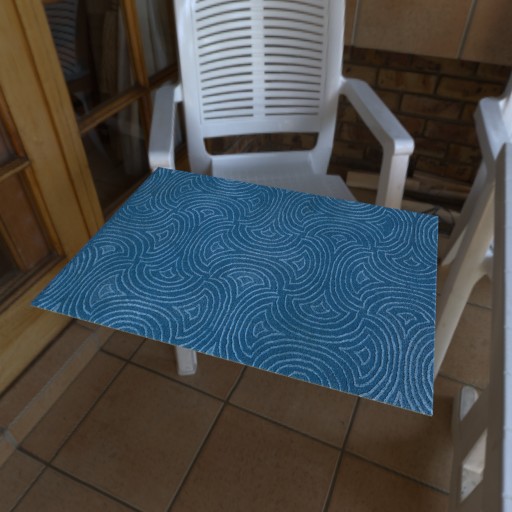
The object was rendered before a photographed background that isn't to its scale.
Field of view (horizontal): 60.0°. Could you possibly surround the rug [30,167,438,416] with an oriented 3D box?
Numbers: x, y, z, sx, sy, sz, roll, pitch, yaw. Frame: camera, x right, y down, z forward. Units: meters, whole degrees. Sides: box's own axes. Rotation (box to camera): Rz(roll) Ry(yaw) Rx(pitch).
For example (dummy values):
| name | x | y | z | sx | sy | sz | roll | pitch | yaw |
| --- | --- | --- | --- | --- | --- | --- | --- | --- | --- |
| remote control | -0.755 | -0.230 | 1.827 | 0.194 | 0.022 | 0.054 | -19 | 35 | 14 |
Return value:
| name | x | y | z | sx | sy | sz | roll | pitch | yaw |
| --- | --- | --- | --- | --- | --- | --- | --- | --- | --- |
| rug | 0.000 | 0.000 | 2.759 | 2.144 | 0.015 | 1.543 | 12 | 43 | 13 |
